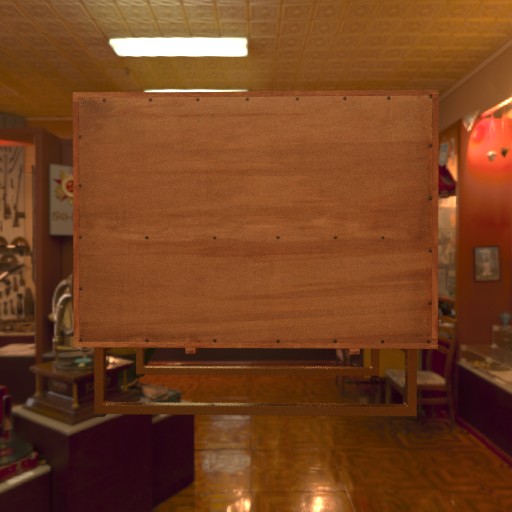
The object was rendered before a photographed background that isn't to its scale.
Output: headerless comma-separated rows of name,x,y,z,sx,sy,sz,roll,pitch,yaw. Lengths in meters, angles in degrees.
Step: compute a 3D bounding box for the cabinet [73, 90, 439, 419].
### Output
cabinet,0.000,0.000,1.378,0.950,0.860,0.451,0,1,1
